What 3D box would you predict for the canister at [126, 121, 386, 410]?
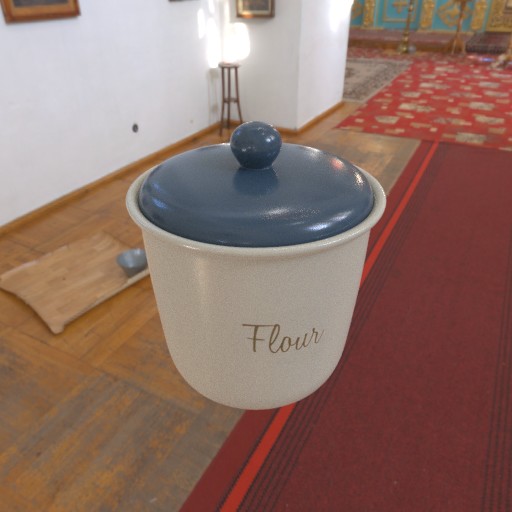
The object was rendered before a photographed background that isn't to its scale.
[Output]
[{"bbox_3d":[0.000,0.000,0.349,0.182,0.208,0.182,0,32,0],"label":"canister"}]
